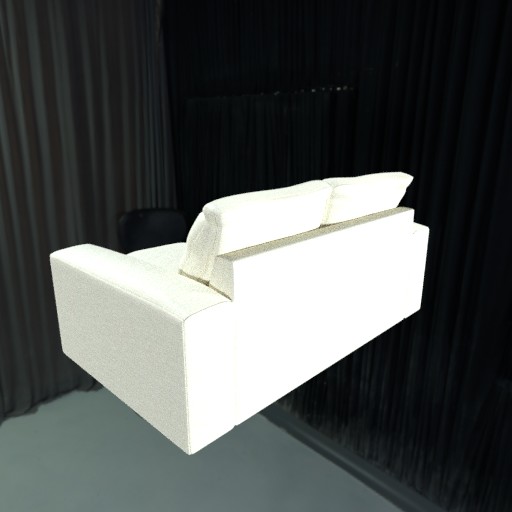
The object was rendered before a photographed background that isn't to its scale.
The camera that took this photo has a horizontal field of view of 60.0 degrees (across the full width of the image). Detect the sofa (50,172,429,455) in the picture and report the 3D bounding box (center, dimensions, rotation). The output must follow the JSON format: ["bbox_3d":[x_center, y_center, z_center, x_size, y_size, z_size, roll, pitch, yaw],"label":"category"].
[{"bbox_3d":[0.000,0.000,2.343,1.091,0.875,1.754,16,23,42],"label":"sofa"}]
